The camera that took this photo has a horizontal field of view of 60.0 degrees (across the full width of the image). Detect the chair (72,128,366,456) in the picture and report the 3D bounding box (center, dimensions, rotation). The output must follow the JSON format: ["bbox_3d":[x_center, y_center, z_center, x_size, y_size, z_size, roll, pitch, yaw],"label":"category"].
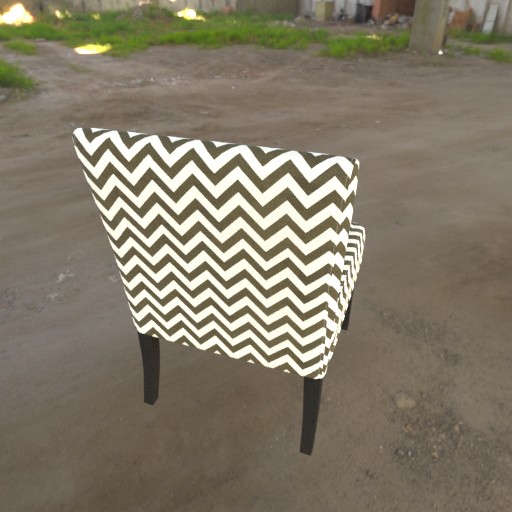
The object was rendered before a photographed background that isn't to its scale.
[{"bbox_3d":[0.000,0.000,1.287,0.589,0.838,0.648,11,33,17],"label":"chair"}]
